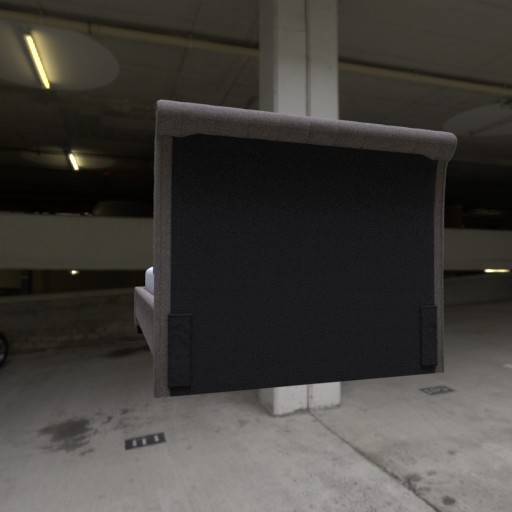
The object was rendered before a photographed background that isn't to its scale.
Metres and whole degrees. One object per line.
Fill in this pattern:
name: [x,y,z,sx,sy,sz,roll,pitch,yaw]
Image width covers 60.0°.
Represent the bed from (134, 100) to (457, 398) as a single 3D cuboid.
bed: [0.000,0.000,3.273,1.645,1.371,2.252,0,-1,-18]
